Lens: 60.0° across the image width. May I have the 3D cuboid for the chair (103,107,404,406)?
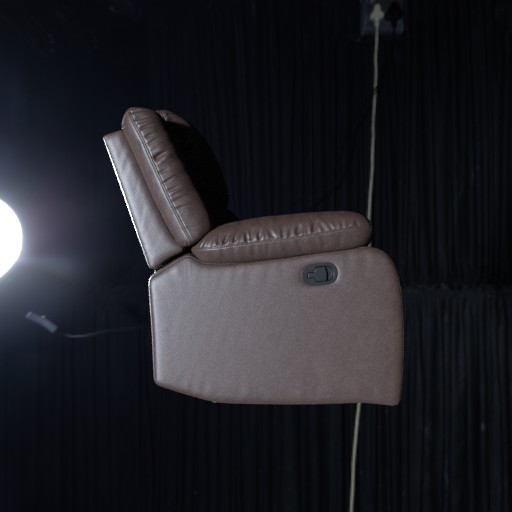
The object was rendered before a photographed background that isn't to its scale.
[{"bbox_3d":[0.000,0.000,1.728,0.934,1.009,0.899,0,0,0],"label":"chair"}]
